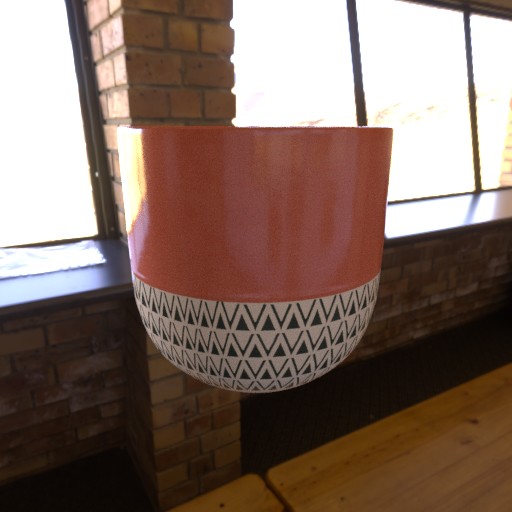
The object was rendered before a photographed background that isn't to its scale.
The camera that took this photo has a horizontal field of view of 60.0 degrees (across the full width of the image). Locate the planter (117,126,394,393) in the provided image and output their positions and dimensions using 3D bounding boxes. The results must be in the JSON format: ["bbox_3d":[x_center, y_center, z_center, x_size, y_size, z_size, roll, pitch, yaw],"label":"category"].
[{"bbox_3d":[0.000,0.000,0.481,0.266,0.270,0.266,0,16,0],"label":"planter"}]
